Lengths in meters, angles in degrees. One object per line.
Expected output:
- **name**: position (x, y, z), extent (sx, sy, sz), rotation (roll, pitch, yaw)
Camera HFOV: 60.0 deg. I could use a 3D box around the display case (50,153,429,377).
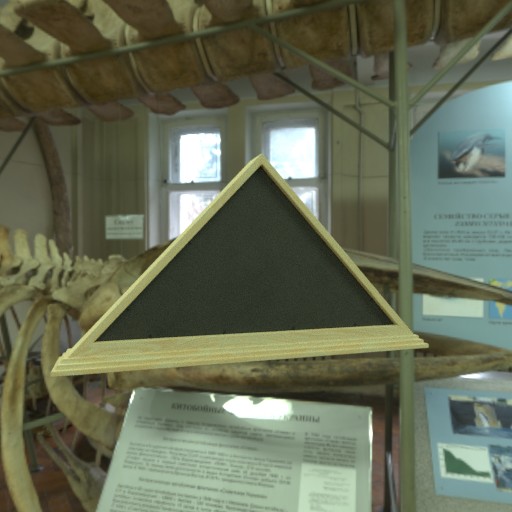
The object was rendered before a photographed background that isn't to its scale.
- **display case**: position (0.000, 0.000, 0.767), extent (0.640, 0.340, 0.095), rotation (0, 1, -17)
